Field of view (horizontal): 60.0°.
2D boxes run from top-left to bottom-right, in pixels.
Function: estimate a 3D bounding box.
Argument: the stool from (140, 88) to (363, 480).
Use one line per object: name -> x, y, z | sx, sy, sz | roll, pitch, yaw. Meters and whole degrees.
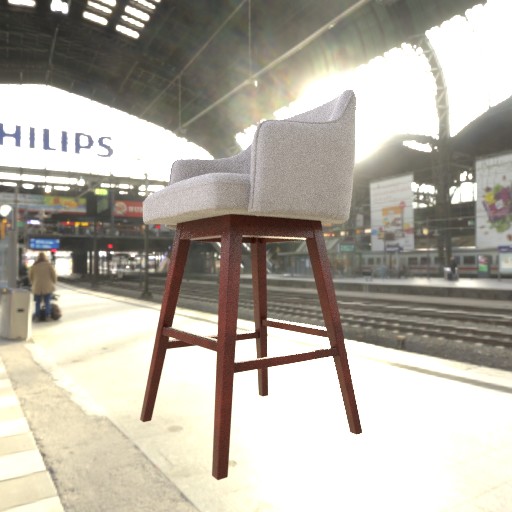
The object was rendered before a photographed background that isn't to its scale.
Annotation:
stool -> 0.000, 0.000, 1.344 | 0.558, 1.012, 0.548 | 1, -1, -35
